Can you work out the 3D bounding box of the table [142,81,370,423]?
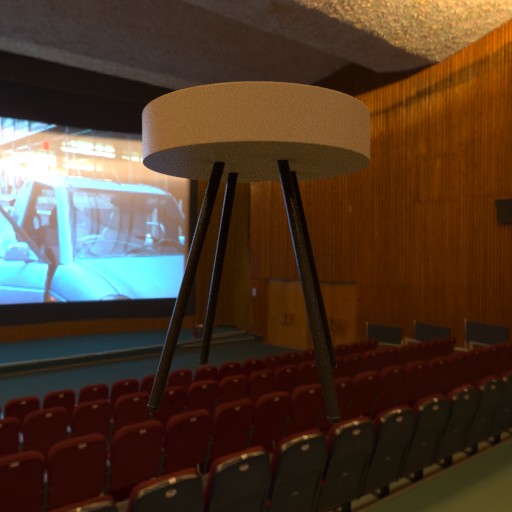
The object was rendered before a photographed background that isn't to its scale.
[{"bbox_3d":[0.000,0.000,0.875,0.450,0.525,0.450,0,1,0],"label":"table"}]
